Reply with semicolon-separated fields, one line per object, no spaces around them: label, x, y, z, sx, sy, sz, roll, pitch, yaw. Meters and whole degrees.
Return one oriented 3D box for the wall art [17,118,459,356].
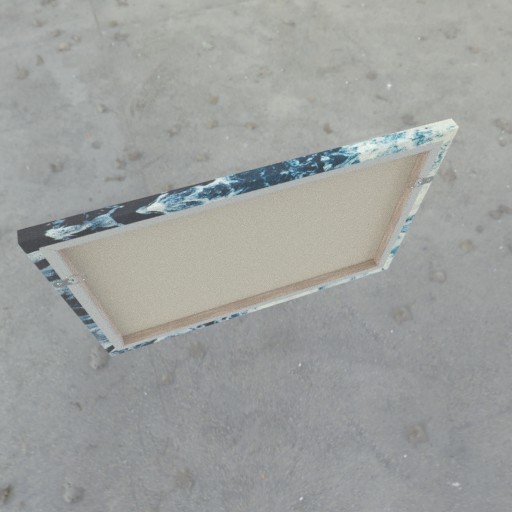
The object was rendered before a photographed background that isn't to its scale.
wall art;0.000;0.000;1.895;1.524;1.017;0.055;-16;60;-10
